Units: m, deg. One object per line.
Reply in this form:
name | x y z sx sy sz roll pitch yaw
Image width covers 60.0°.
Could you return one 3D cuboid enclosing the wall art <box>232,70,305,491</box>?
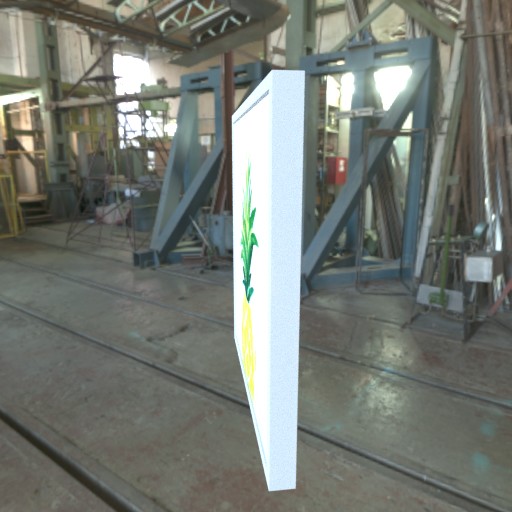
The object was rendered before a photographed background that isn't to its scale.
wall art | 0.000 0.000 0.763 0.035 0.507 0.508 -2 12 -8
